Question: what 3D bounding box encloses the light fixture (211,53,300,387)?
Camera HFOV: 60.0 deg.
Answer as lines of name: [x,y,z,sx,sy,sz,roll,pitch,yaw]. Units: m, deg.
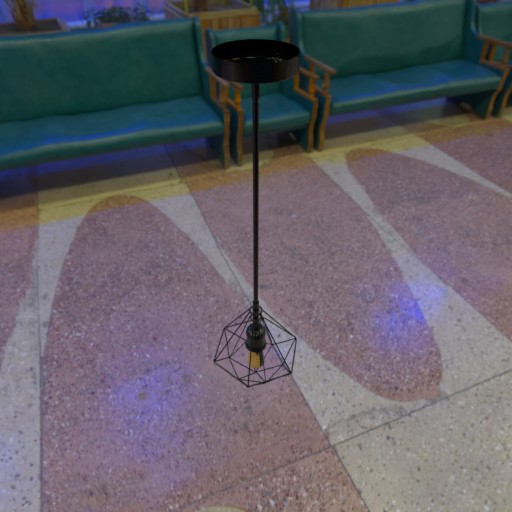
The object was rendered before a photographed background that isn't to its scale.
light fixture: [0.000,0.000,2.028,0.487,1.764,0.431,-13,41,-15]
